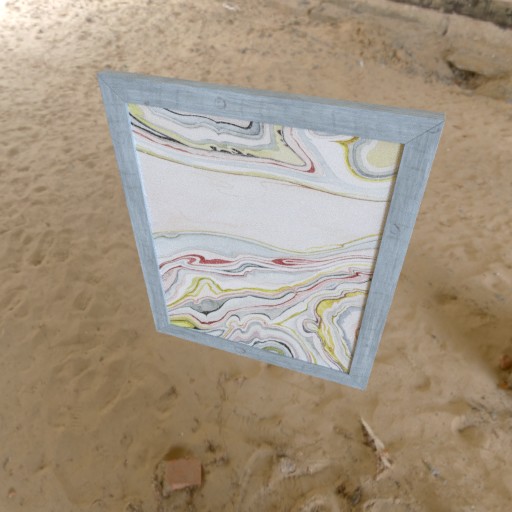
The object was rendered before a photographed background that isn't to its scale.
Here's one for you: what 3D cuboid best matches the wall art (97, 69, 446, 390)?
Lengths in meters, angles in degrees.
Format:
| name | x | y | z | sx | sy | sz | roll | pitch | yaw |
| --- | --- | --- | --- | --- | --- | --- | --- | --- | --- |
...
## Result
| name | x | y | z | sx | sy | sz | roll | pitch | yaw |
| --- | --- | --- | --- | --- | --- | --- | --- | --- | --- |
| wall art | 0.000 | 0.000 | 0.781 | 0.479 | 0.582 | 0.022 | 13 | 43 | 14 |
